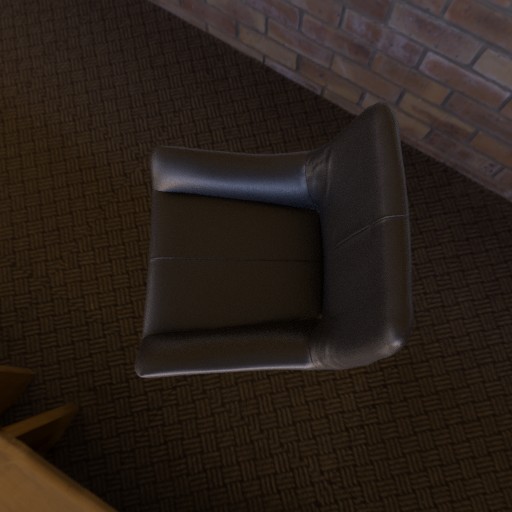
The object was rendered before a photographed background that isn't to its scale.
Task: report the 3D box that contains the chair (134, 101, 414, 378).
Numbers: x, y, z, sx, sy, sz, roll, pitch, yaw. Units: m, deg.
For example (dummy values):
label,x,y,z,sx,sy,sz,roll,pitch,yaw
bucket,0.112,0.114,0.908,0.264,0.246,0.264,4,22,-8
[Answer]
label,x,y,z,sx,sy,sz,roll,pitch,yaw
chair,0.000,0.000,1.562,0.826,0.922,0.836,1,76,0
